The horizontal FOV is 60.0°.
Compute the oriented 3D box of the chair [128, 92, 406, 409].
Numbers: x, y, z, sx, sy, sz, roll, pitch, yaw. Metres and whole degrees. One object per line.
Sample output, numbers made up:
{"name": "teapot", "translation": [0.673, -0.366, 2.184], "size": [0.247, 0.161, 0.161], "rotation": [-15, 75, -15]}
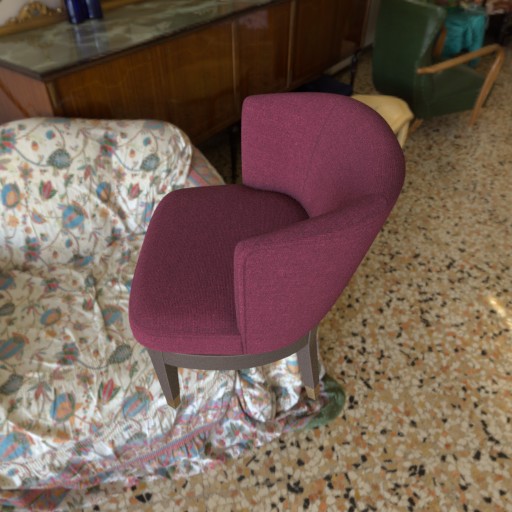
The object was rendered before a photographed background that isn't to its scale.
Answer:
{"name": "chair", "translation": [0.000, 0.000, 1.281], "size": [0.660, 0.760, 0.700], "rotation": [0, 41, 0]}
